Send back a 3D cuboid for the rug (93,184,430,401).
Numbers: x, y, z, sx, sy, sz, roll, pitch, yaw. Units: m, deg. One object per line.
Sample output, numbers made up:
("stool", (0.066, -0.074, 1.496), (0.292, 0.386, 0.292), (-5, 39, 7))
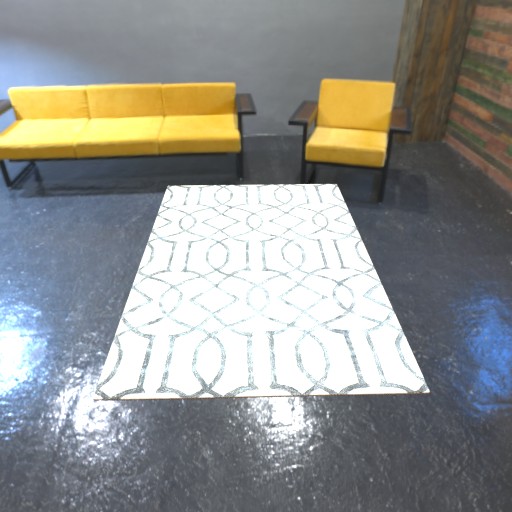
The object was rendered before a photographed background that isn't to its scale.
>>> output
("rug", (0.000, 0.000, 2.988), (1.521, 0.017, 2.365), (-1, 32, -1))
